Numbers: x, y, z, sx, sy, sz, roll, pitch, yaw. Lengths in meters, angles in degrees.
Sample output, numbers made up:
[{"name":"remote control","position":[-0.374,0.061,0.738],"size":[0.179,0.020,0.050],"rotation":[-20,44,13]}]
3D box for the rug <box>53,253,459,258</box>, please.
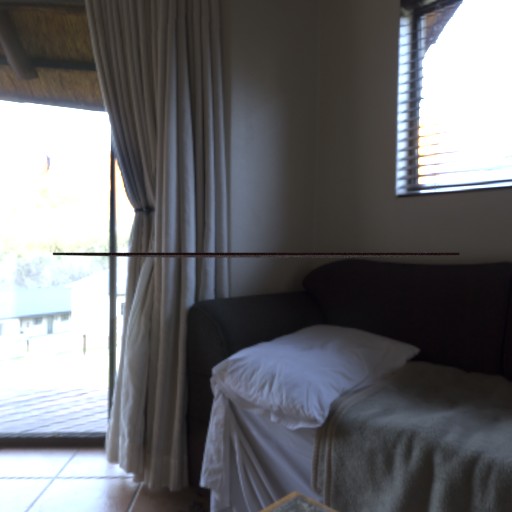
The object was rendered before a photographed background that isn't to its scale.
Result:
[{"name":"rug","position":[0.000,0.000,2.846],"size":[1.599,0.011,2.210],"rotation":[0,0,0]}]
